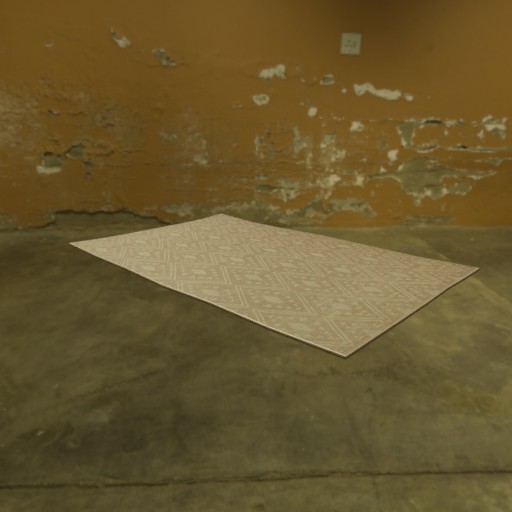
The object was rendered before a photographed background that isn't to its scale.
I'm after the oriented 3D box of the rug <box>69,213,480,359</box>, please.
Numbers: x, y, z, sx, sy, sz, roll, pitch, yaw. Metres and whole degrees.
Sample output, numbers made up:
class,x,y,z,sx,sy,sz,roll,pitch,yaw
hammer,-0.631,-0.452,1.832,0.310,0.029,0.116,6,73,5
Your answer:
class,x,y,z,sx,sy,sz,roll,pitch,yaw
rug,0.000,0.000,3.060,2.430,0.053,1.553,15,22,41
